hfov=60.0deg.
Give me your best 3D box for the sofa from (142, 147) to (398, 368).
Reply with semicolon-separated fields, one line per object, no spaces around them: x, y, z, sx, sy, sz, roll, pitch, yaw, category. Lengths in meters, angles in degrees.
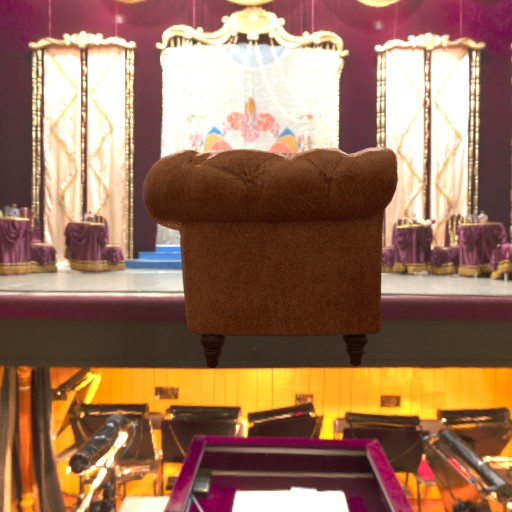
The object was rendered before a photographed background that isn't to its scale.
0.000;0.000;2.556;1.042;0.877;1.979;0;1;0;sofa
